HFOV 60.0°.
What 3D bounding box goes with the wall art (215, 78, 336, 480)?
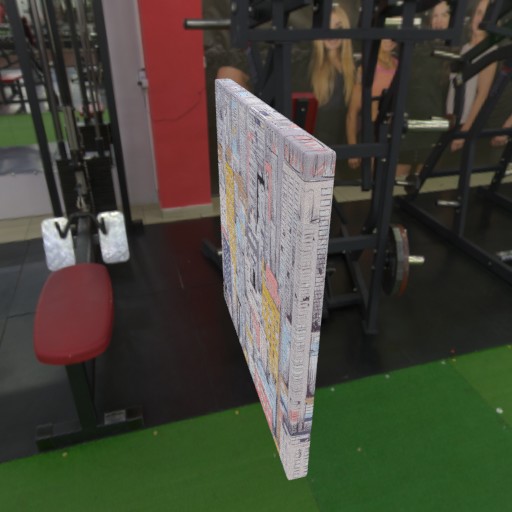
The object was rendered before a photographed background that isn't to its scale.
[{"bbox_3d":[0.000,0.000,1.151,0.048,0.762,0.761,-7,30,-13],"label":"wall art"}]
